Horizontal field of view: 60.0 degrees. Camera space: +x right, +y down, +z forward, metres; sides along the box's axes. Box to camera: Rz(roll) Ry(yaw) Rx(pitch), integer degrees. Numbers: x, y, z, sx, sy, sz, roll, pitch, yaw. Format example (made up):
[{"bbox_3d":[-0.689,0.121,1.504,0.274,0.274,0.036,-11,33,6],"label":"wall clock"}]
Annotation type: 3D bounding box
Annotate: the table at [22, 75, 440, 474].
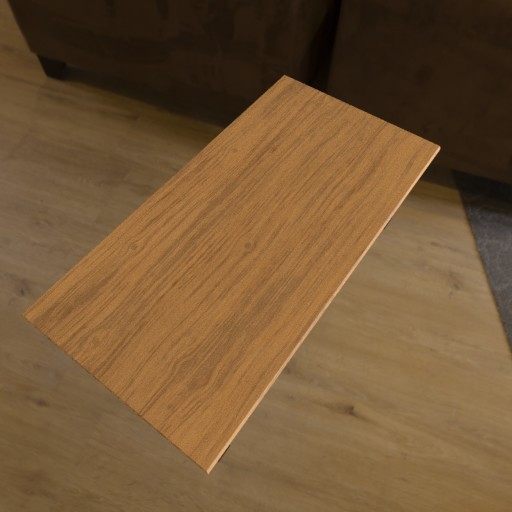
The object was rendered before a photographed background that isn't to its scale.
[{"bbox_3d":[0.000,0.000,1.625,0.693,0.445,1.331,32,64,18],"label":"table"}]
